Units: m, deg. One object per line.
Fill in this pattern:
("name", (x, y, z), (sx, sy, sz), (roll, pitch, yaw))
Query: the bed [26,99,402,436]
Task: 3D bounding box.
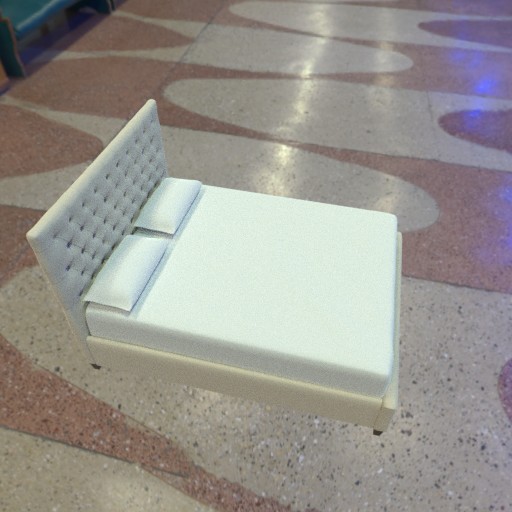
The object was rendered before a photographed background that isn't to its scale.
("bed", (0.000, 0.000, 3.305), (2.233, 1.426, 1.696), (10, 46, 10))
